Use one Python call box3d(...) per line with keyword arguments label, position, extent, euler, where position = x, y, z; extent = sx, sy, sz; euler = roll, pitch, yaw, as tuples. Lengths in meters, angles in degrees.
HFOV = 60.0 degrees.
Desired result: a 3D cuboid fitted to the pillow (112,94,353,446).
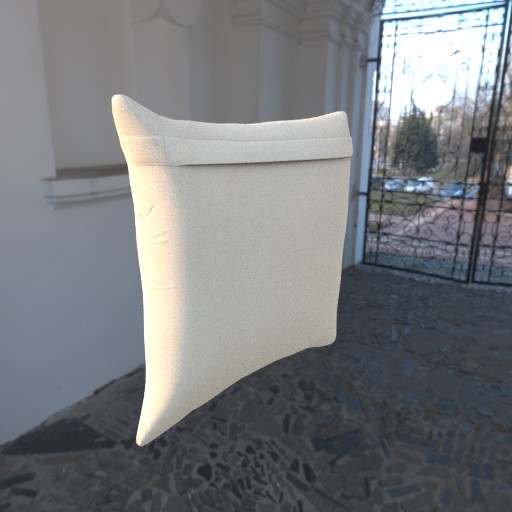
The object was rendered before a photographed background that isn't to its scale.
box3d(label="pillow", position=(0.000, 0.000, 0.626), extent=(0.173, 0.406, 0.405), euler=(14, 21, 43))
